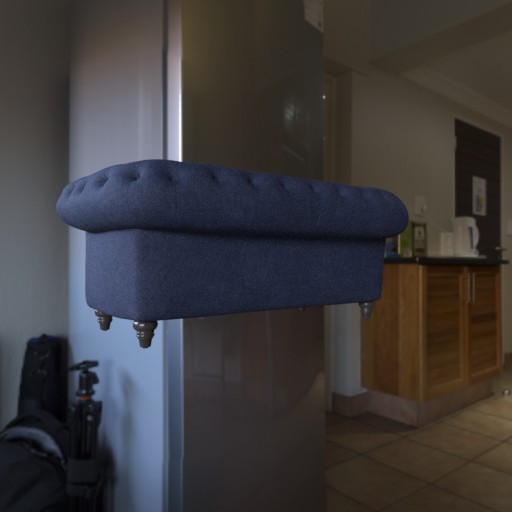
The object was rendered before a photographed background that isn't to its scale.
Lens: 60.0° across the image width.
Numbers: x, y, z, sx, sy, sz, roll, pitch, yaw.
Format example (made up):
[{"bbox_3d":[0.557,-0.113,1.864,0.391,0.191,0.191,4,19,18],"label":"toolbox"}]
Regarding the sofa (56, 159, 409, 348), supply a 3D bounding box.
[{"bbox_3d":[0.000,0.000,2.592,1.988,0.833,1.082,0,0,-36],"label":"sofa"}]
